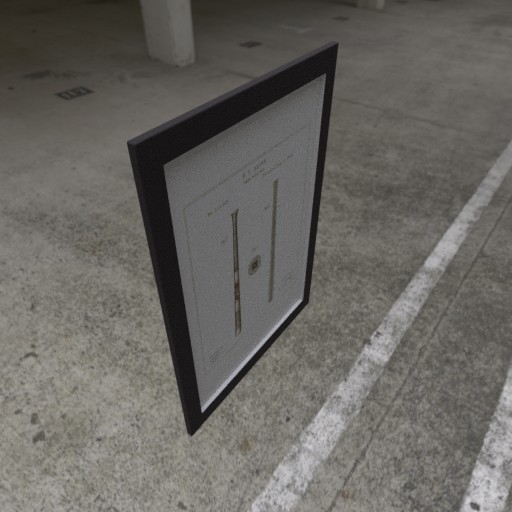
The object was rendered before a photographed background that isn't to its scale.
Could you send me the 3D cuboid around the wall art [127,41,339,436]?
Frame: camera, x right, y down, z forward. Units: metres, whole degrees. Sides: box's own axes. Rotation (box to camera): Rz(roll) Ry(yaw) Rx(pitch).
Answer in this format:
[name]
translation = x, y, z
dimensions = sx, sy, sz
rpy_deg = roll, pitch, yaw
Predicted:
[wall art]
translation = 0.000, 0.000, 0.677
dimensions = 0.012, 0.529, 0.374
rpy_deg = 26, 47, 26
